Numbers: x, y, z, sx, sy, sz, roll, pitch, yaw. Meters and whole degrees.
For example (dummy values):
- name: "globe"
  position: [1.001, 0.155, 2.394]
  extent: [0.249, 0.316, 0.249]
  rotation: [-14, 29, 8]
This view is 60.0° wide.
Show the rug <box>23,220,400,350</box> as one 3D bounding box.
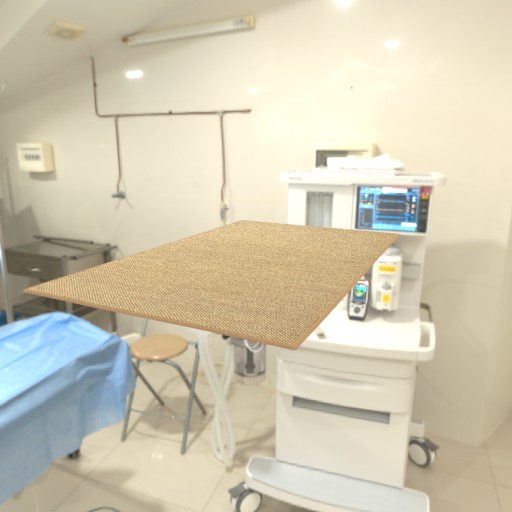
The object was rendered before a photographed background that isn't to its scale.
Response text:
- name: "rug"
  position: [0.000, 0.000, 2.090]
  extent: [1.061, 0.012, 1.668]
  rotation: [7, 16, 26]
